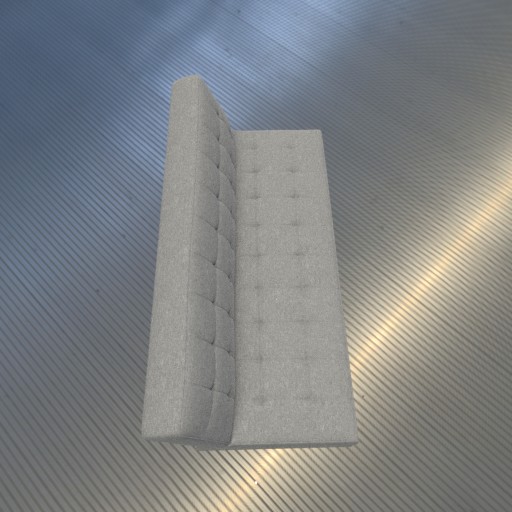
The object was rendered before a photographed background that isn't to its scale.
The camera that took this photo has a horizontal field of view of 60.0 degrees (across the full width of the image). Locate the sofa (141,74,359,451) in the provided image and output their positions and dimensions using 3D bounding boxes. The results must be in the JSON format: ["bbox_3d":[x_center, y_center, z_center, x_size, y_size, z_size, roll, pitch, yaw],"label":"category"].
[{"bbox_3d":[0.000,0.000,2.277,0.860,0.810,1.800,-1,63,-1],"label":"sofa"}]
